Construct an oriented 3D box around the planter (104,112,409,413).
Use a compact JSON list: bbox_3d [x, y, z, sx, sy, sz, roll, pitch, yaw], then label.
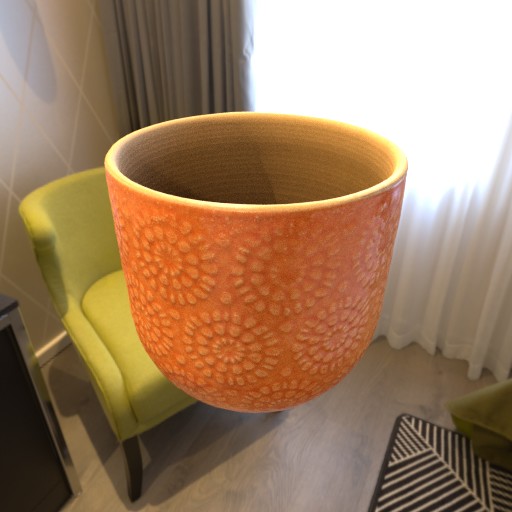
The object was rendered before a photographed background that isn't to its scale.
[{"bbox_3d":[0.000,0.000,0.288,0.170,0.152,0.170,0,32,0],"label":"planter"}]
